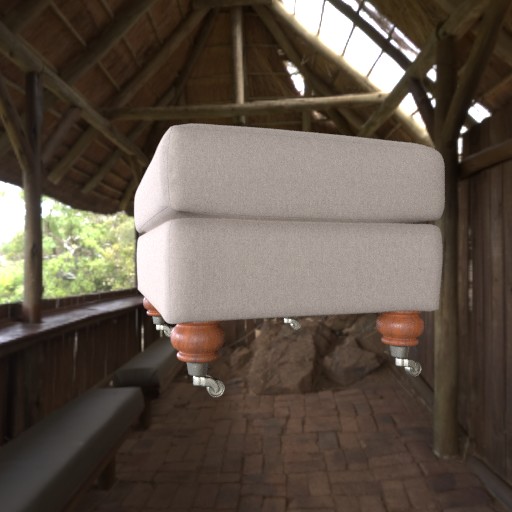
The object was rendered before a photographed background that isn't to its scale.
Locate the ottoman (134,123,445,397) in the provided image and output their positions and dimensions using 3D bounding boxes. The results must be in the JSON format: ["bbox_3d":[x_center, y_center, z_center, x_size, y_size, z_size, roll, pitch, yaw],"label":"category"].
[{"bbox_3d":[0.000,0.000,1.139,0.574,0.497,0.773,0,0,-19],"label":"ottoman"}]
